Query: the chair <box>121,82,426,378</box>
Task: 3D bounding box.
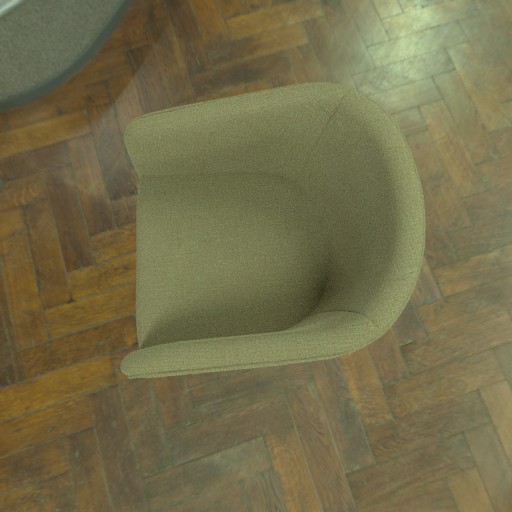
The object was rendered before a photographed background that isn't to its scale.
[{"bbox_3d":[0.000,0.000,1.167,0.616,0.775,0.584,-3,76,-1],"label":"chair"}]
